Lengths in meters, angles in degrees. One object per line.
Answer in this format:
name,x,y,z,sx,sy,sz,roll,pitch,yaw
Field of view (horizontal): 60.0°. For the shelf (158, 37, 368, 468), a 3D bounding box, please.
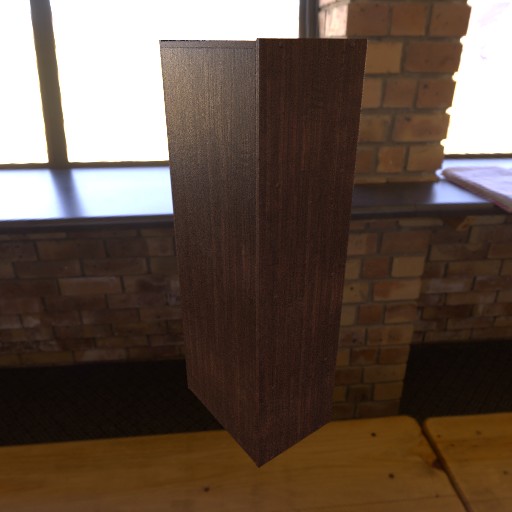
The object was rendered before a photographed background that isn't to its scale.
shelf,0.000,0.000,1.250,0.290,1.099,0.415,-18,31,-33
